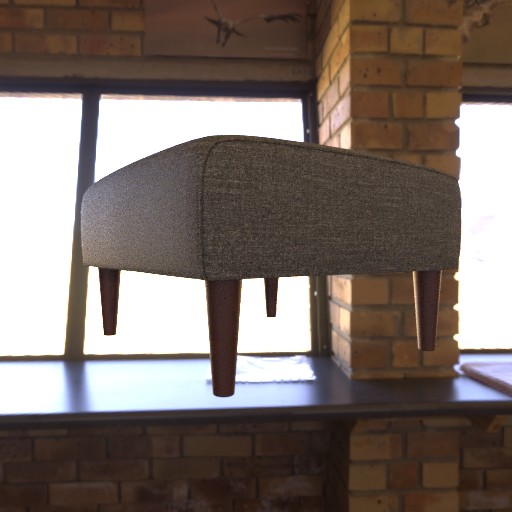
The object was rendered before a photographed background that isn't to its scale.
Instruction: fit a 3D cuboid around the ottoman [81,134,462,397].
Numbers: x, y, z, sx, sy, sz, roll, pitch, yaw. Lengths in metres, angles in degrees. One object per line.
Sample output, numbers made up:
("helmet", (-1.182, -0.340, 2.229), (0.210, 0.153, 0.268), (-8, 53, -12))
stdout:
("ottoman", (0.000, 0.000, 1.026), (0.648, 0.399, 0.655), (-1, 1, -35))
